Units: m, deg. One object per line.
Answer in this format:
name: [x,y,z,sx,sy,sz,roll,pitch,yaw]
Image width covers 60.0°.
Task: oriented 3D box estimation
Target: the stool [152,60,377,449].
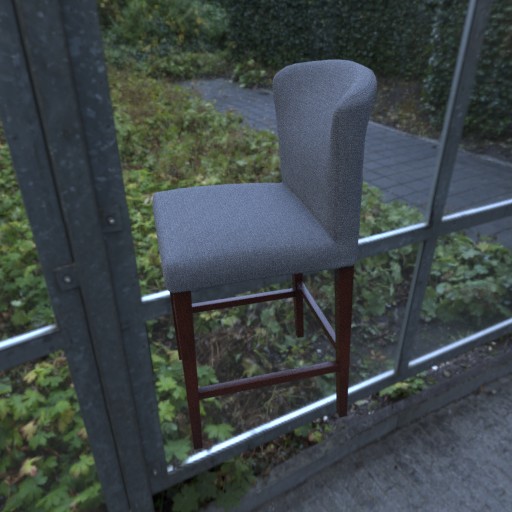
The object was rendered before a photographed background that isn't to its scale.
stool: [0.000,0.000,1.346,0.568,1.069,0.486,-8,31,-13]
